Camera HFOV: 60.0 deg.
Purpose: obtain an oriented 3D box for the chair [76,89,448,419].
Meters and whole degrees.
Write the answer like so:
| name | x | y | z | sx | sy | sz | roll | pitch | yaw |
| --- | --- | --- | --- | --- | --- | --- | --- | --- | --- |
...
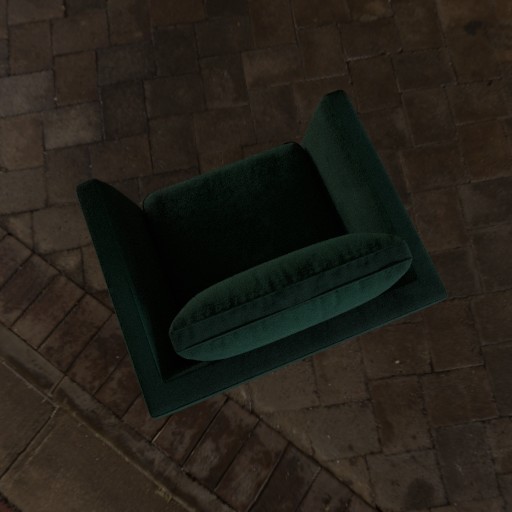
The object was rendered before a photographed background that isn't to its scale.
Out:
| name | x | y | z | sx | sy | sz | roll | pitch | yaw |
| --- | --- | --- | --- | --- | --- | --- | --- | --- | --- |
| chair | 0.000 | 0.000 | 1.745 | 1.047 | 0.997 | 0.852 | -21 | 77 | -5 |
